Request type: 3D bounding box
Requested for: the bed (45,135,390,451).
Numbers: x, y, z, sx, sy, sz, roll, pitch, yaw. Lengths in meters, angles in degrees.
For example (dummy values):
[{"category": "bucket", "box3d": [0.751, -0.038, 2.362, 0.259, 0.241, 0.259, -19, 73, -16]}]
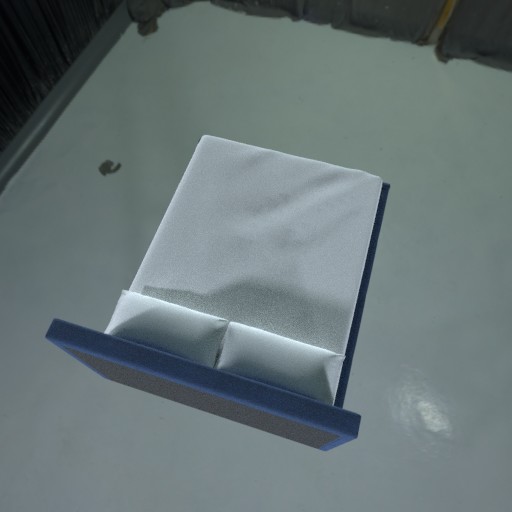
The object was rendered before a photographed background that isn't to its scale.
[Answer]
[{"category": "bed", "box3d": [0.000, 0.000, 3.236, 1.723, 1.231, 2.172, 15, 64, 8]}]
